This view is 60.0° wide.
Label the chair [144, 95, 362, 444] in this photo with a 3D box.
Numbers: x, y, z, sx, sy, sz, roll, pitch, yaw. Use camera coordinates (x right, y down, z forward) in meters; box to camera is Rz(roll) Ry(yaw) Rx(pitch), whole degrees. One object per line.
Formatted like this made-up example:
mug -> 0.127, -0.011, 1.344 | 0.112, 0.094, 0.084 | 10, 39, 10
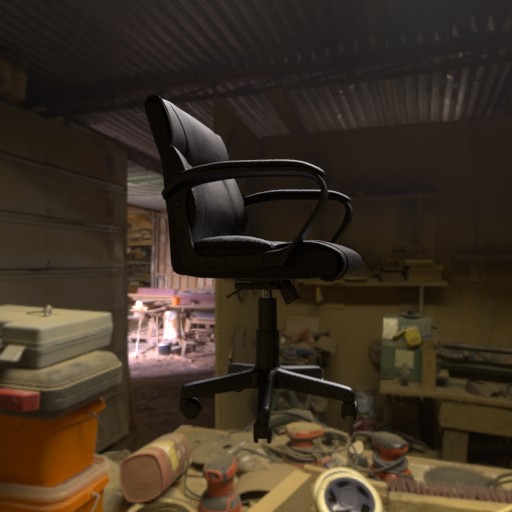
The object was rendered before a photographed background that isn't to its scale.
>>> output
chair -> 0.000, 0.000, 1.431 | 0.641, 0.998, 0.576 | 0, -1, 19
